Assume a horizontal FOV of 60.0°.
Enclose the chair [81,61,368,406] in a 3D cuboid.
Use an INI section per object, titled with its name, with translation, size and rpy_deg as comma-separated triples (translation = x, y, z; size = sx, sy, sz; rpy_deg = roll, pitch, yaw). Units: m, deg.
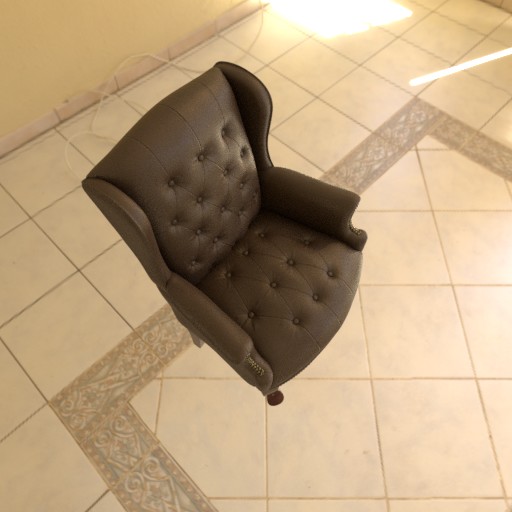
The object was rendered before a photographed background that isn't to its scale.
[chair]
translation = 0.000, 0.000, 1.737
size = 0.819, 1.132, 0.829
rpy_deg = 31, 64, 17
